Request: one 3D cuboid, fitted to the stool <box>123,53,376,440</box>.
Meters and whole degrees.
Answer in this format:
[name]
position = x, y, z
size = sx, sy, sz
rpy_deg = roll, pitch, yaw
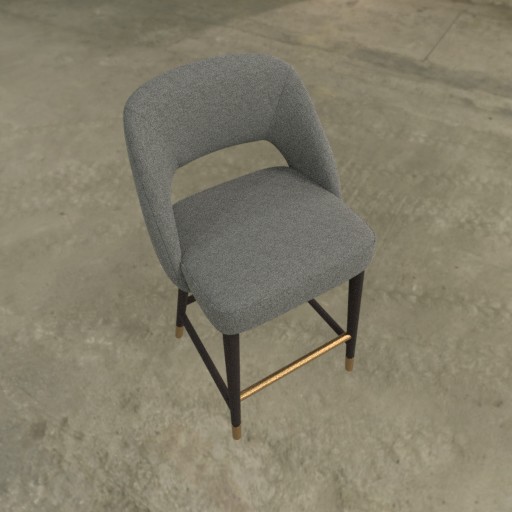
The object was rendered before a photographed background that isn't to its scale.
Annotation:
[stool]
position = 0.000, 0.000, 1.247
size = 0.536, 0.925, 0.524
rpy_deg = -24, 51, -21
